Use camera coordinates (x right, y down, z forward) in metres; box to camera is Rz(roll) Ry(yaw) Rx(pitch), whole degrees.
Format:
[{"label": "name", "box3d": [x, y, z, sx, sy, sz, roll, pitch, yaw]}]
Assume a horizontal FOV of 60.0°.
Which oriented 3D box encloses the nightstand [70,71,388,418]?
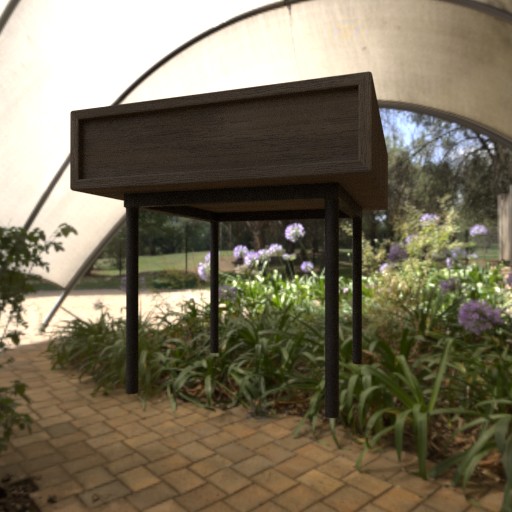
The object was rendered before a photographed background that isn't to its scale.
[{"label": "nightstand", "box3d": [0.000, 0.000, 0.914, 0.502, 0.497, 0.503, 0, 0, 19]}]
